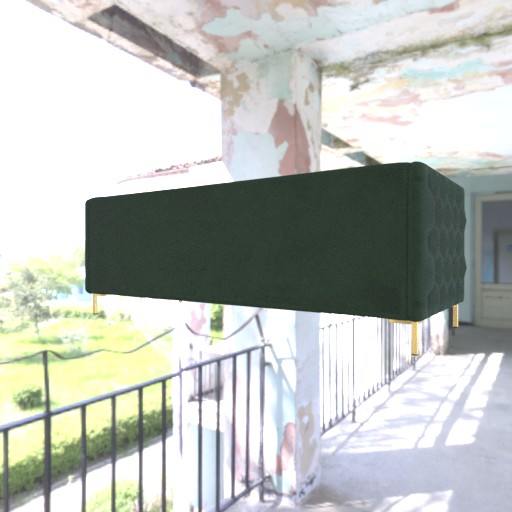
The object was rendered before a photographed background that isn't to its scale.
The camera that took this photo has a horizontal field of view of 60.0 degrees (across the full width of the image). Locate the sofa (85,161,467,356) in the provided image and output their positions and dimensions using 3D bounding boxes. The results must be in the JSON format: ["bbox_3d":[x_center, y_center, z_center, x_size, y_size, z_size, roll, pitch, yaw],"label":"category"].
[{"bbox_3d":[0.000,0.000,2.670,2.209,0.771,0.895,0,0,35],"label":"sofa"}]
